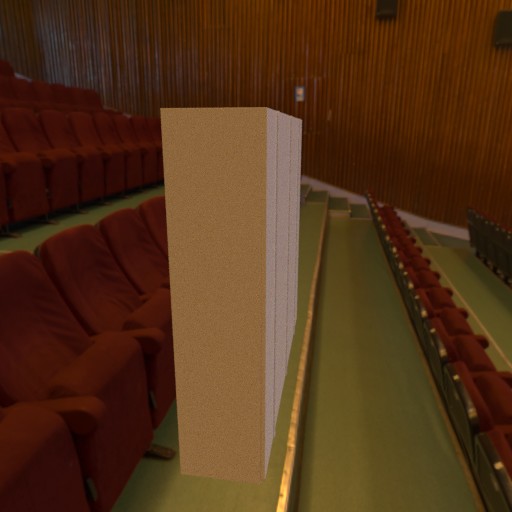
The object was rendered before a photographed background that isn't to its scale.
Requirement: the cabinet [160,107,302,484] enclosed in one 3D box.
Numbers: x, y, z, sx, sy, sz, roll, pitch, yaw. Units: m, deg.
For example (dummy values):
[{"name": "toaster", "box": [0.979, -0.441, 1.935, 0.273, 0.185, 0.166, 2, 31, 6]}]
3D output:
[{"name": "cabinet", "box": [0.000, 0.000, 3.937, 0.590, 2.370, 2.700, 3, 16, 9]}]
